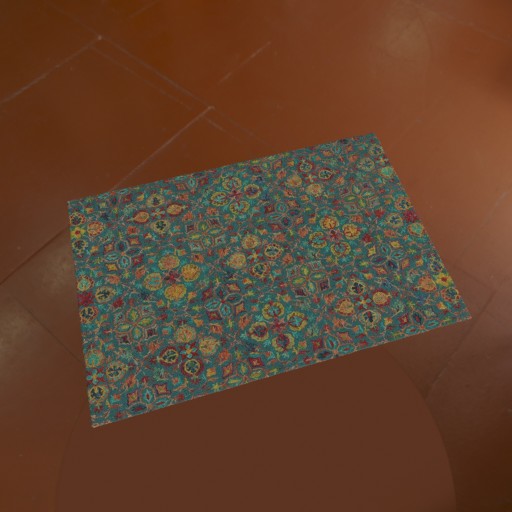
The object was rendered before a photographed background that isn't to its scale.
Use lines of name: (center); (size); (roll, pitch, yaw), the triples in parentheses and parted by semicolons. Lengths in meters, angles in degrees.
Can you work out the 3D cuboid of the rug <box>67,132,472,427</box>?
rug: (0.000, 0.000, 2.877); (2.290, 0.016, 1.527); (-14, 64, -7)
